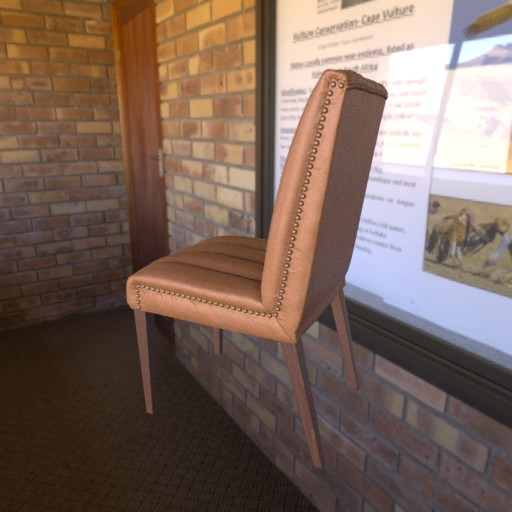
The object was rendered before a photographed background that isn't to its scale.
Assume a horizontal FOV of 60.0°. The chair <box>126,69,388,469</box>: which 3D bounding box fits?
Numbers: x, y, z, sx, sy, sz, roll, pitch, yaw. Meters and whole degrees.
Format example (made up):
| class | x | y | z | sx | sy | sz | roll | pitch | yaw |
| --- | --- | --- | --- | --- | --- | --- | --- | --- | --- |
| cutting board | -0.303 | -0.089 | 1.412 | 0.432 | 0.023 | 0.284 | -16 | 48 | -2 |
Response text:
| class | x | y | z | sx | sy | sz | roll | pitch | yaw |
| --- | --- | --- | --- | --- | --- | --- | --- | --- | --- |
| chair | 0.000 | 0.000 | 1.374 | 0.647 | 1.016 | 0.511 | 8 | 18 | 24 |
